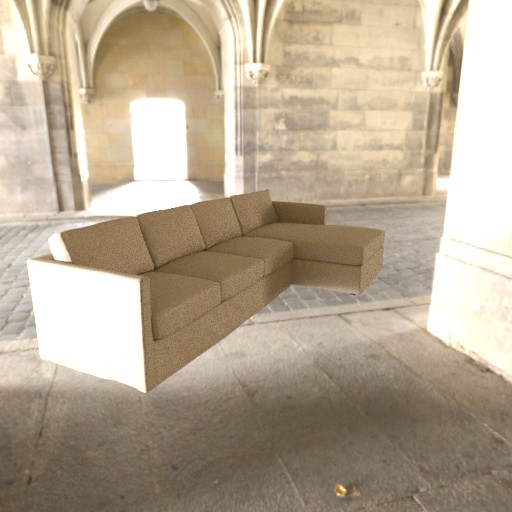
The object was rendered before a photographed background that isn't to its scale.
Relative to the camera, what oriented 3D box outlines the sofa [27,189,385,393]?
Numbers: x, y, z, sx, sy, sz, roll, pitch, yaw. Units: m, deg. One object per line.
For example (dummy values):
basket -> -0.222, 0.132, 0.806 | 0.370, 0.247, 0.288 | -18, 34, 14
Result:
sofa -> 0.000, 0.000, 3.853 | 1.622, 0.871, 3.206 | 7, 16, 26
